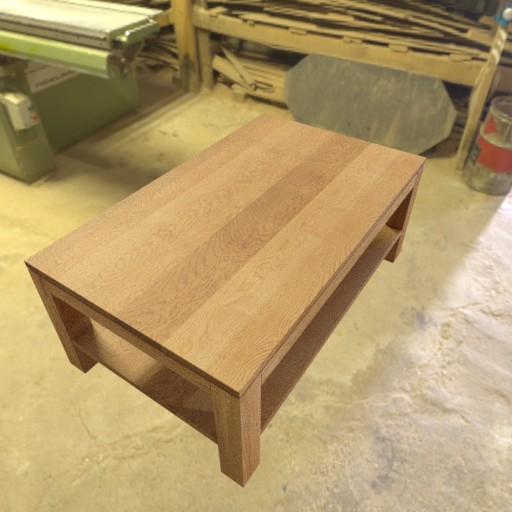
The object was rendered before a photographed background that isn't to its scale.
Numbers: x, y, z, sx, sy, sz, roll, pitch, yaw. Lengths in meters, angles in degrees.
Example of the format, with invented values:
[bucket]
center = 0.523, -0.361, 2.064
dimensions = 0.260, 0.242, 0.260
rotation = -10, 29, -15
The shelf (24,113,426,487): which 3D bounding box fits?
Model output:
[shelf]
center = 0.000, 0.000, 1.526
dimensions = 0.700, 0.450, 1.150
rotation = 24, 46, 25
